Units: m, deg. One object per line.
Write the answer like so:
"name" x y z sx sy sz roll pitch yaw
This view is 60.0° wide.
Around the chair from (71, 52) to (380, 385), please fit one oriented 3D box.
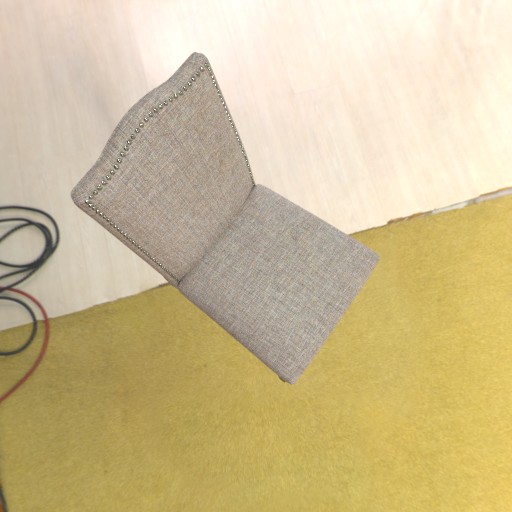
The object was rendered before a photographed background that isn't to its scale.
"chair" 0.000 0.000 1.366 0.660 1.016 0.513 35 79 8
